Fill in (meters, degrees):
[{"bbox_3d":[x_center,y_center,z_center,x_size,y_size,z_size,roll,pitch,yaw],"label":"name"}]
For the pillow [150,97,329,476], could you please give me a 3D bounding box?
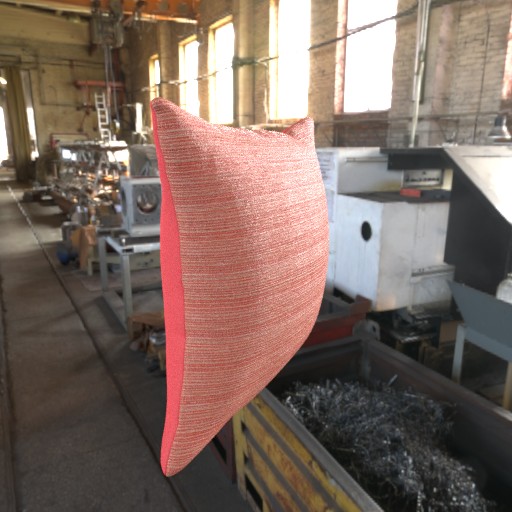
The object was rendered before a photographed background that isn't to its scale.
[{"bbox_3d":[0.000,0.000,0.788,0.229,0.501,0.559,7,16,25],"label":"pillow"}]
